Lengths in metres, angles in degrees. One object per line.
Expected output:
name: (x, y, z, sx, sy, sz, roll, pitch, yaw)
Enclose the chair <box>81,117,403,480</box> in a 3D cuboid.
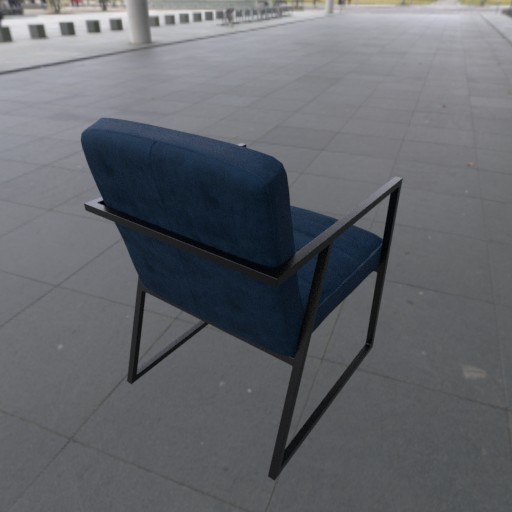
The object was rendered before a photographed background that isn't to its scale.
chair: (0.000, 0.000, 1.272, 0.571, 0.833, 0.677, 21, 36, 31)
